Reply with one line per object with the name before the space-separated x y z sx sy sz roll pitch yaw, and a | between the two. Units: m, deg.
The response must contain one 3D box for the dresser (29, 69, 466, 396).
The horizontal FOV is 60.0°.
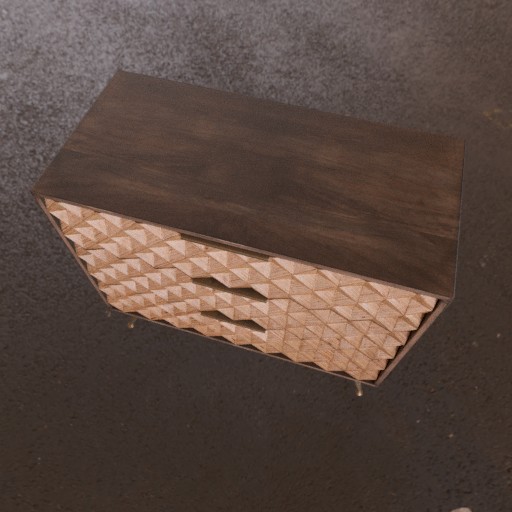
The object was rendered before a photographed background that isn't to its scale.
dresser | 0.000 0.000 1.366 0.923 0.801 0.453 14 60 9
